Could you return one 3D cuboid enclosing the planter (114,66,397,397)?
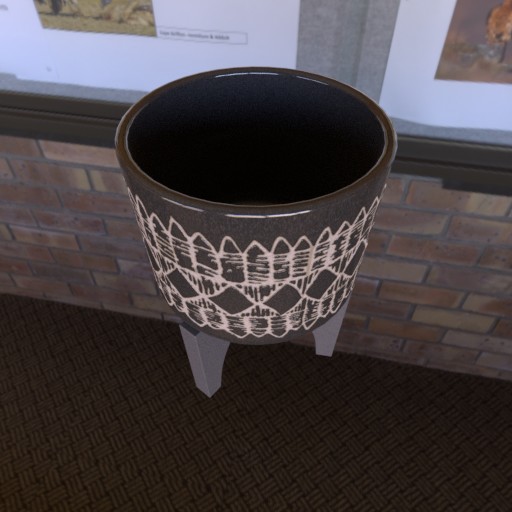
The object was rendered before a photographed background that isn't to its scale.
[{"bbox_3d":[0.000,0.000,0.269,0.129,0.177,0.129,0,46,0],"label":"planter"}]
